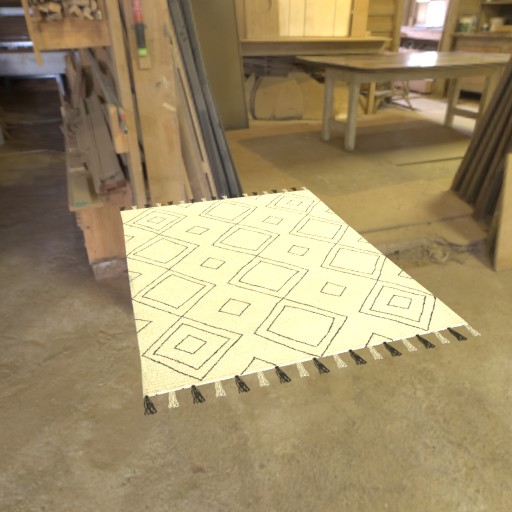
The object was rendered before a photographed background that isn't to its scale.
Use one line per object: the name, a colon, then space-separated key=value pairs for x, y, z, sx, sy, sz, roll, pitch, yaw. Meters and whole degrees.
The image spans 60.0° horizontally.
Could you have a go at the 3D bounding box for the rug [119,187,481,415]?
rug: x=0.000 y=0.000 z=4.166 sx=2.342 sy=0.026 sz=3.221 roll=-9 pitch=30 yaw=-15
